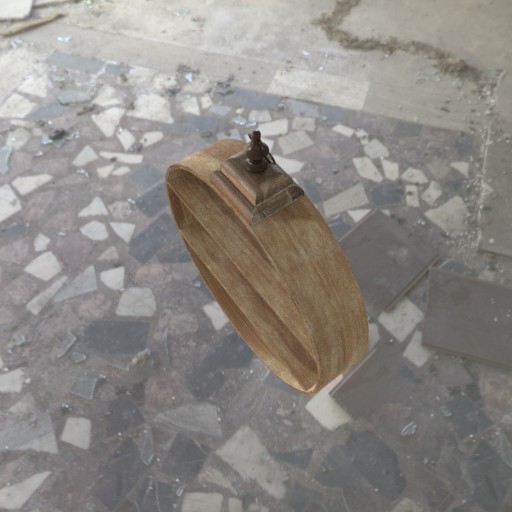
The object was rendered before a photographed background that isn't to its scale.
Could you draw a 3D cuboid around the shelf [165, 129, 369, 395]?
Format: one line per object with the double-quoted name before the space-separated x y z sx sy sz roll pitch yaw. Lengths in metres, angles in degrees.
"shelf" 0.000 0.000 0.992 0.125 0.725 0.601 -32 63 -18
